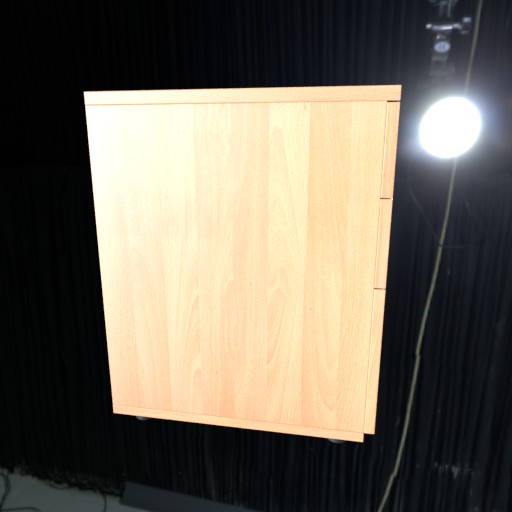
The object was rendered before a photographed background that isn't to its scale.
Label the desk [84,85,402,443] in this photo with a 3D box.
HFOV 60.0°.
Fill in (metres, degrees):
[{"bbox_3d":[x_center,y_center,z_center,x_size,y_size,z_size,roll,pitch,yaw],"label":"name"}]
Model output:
[{"bbox_3d":[0.000,0.000,1.085,0.600,0.730,0.404,3,15,10],"label":"desk"}]
